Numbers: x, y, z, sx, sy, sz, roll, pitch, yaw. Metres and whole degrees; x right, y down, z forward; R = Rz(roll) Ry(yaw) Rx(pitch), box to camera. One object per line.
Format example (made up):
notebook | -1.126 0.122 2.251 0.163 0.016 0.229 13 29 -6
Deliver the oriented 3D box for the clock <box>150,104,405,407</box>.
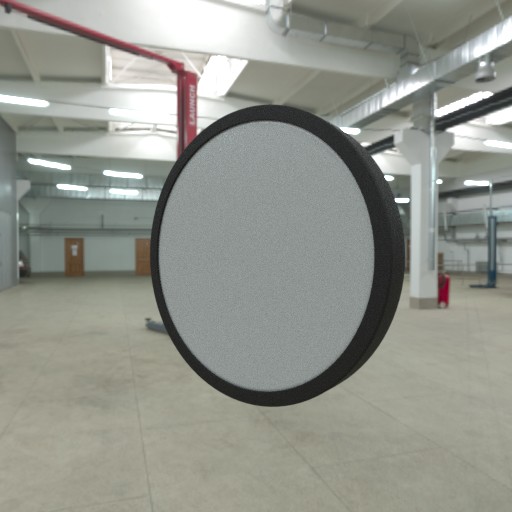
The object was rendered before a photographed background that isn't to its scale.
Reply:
clock | 0.000 0.000 0.450 0.293 0.293 0.040 1 1 37
